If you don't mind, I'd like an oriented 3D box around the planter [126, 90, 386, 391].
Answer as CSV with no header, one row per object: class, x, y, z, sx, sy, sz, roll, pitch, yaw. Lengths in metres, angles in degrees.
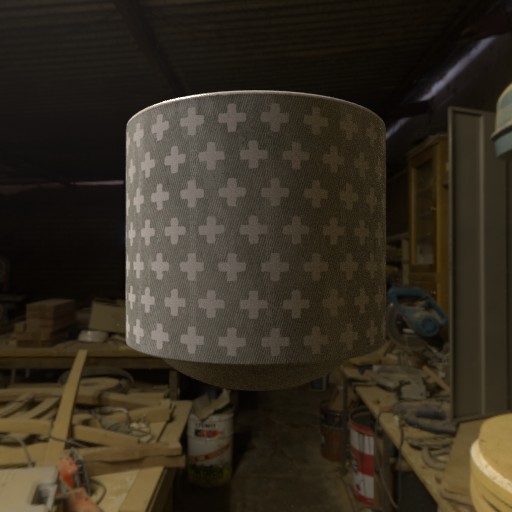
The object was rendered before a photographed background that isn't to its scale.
planter,0.000,0.000,0.338,0.190,0.181,0.190,0,0,0
